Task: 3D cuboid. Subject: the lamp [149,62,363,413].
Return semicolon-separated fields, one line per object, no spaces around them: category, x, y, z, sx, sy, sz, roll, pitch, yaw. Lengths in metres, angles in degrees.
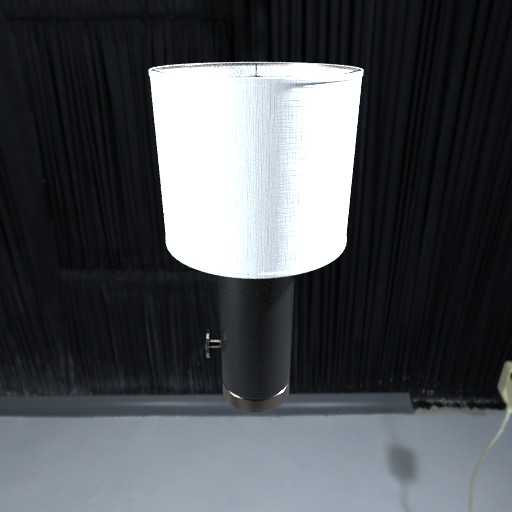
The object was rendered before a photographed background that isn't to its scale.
lamp;0.000;0.000;0.617;0.240;0.482;0.241;0;27;0
